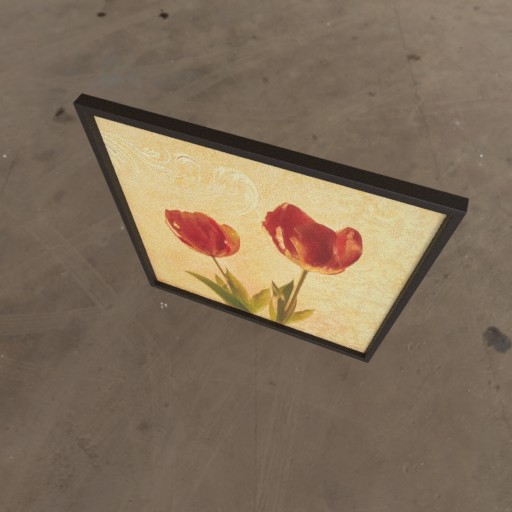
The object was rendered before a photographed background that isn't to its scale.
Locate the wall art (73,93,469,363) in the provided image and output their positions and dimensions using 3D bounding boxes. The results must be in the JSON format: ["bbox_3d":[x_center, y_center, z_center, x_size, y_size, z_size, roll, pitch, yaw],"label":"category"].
[{"bbox_3d":[0.000,0.000,1.201,0.805,0.807,0.043,18,60,11],"label":"wall art"}]
